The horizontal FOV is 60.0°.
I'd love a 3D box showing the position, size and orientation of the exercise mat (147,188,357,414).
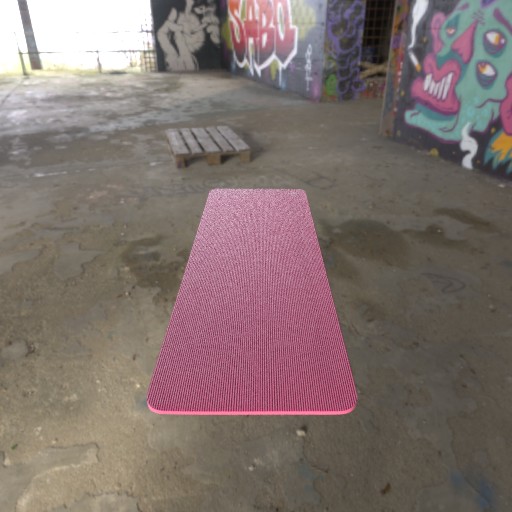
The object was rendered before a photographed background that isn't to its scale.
[{"bbox_3d":[0.000,0.000,2.076,0.616,0.021,1.884,0,28,1],"label":"exercise mat"}]
